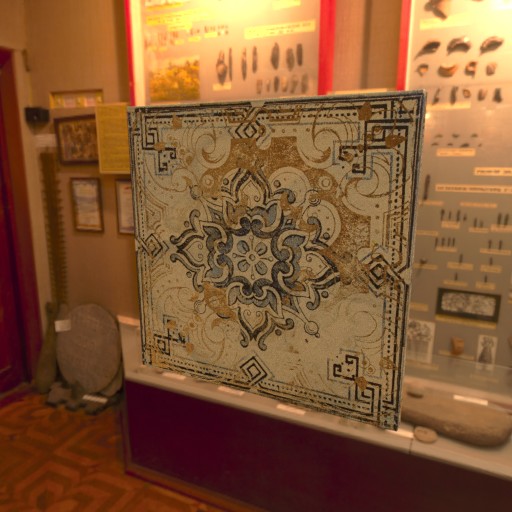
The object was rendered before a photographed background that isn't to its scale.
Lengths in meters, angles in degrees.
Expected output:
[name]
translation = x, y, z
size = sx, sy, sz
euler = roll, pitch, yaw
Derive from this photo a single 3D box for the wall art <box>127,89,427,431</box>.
[wall art]
translation = 0.000, 0.000, 0.909
size = 0.609, 0.607, 0.036
euler = 6, 15, 26
